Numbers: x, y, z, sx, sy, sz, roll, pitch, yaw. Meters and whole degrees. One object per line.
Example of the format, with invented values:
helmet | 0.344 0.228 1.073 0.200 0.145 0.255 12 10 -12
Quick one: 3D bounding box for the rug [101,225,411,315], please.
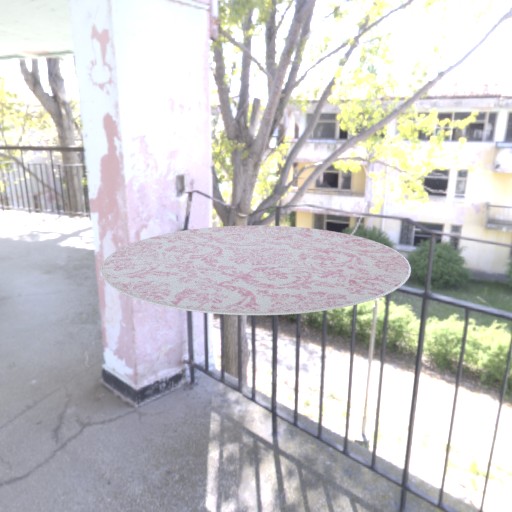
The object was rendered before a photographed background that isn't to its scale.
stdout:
rug | 0.000 0.000 2.404 1.593 0.012 1.593 0 16 0
